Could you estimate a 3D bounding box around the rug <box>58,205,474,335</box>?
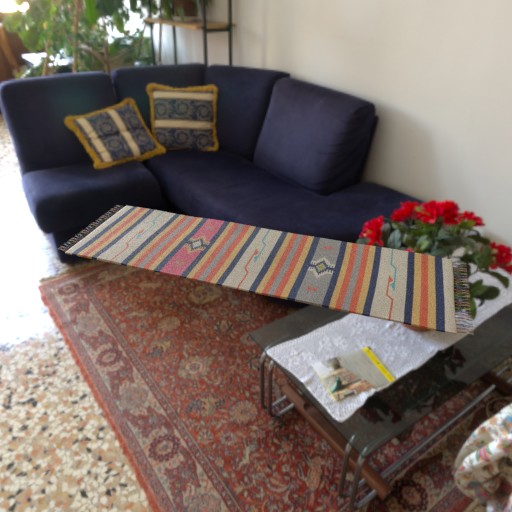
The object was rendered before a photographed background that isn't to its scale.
[{"bbox_3d":[0.000,0.000,2.737,2.455,0.017,0.695,10,34,16],"label":"rug"}]
